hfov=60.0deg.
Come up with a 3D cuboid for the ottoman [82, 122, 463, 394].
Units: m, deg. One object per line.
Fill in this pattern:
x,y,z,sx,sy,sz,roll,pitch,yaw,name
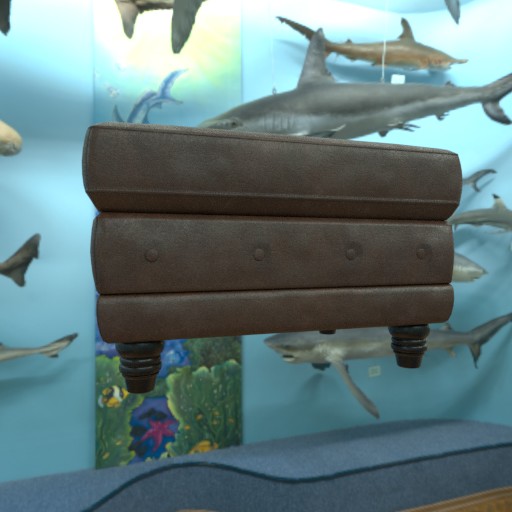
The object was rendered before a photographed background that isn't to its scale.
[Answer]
0.000,0.000,1.140,0.795,0.509,0.588,0,1,-17,ottoman
